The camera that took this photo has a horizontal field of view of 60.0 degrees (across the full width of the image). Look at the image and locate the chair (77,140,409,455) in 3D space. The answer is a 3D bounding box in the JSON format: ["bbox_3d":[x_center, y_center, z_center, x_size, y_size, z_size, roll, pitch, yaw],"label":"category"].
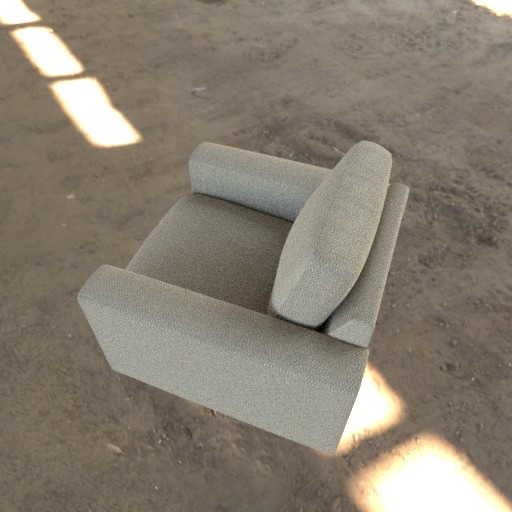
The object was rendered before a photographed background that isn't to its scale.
[{"bbox_3d":[0.000,0.000,1.785,1.016,0.873,1.005,16,50,14],"label":"chair"}]
